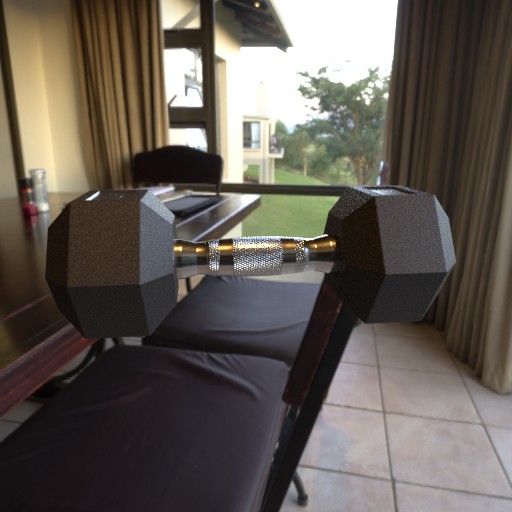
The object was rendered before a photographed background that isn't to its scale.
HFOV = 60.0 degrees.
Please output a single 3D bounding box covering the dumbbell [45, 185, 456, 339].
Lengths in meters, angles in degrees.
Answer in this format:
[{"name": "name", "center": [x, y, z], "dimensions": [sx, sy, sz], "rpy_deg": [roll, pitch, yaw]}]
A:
[{"name": "dumbbell", "center": [0.000, 0.000, 0.322], "dimensions": [0.272, 0.092, 0.106], "rpy_deg": [-2, 16, -7]}]
